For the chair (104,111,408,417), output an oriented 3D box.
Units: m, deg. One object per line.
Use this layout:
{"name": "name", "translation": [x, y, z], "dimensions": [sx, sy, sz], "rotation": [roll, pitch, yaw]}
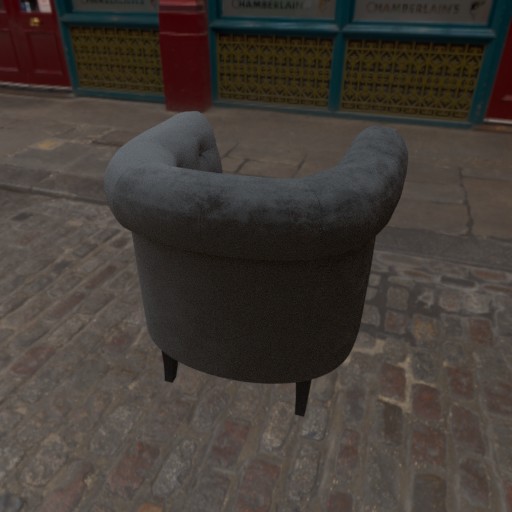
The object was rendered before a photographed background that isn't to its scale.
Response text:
{"name": "chair", "translation": [0.000, 0.000, 1.553], "dimensions": [0.904, 0.826, 0.851], "rotation": [9, 32, 15]}
